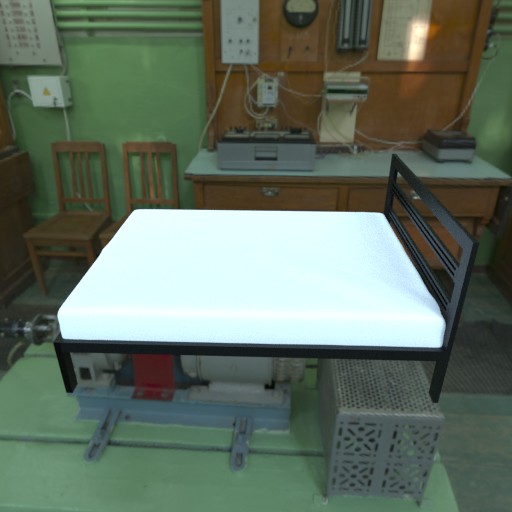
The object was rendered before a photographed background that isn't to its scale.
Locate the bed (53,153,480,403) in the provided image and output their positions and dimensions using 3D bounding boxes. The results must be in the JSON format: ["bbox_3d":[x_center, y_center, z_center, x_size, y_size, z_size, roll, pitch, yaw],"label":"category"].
[{"bbox_3d":[0.000,0.000,2.891,2.062,0.967,1.524,1,28,2],"label":"bed"}]
